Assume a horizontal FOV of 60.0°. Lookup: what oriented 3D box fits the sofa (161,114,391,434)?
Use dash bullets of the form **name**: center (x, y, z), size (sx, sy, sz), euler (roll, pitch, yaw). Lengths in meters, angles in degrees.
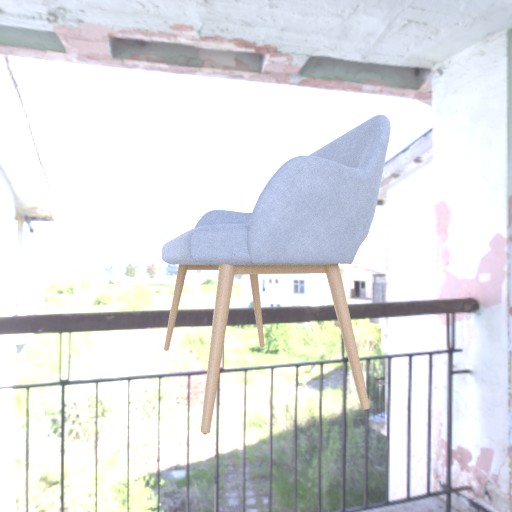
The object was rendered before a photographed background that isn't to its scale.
- **sofa**: center (0.000, 0.000, 1.591), size (0.610, 0.840, 1.150), euler (0, -1, -16)
